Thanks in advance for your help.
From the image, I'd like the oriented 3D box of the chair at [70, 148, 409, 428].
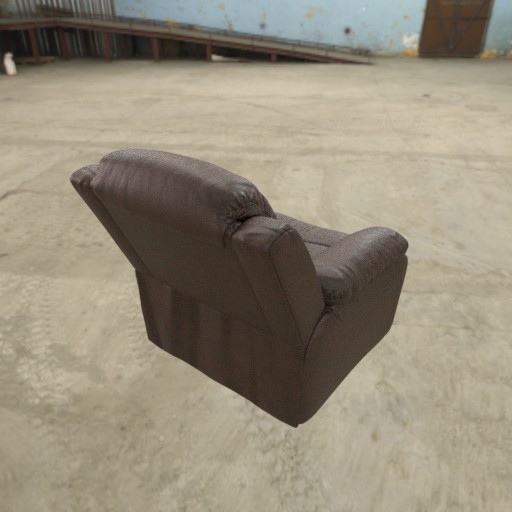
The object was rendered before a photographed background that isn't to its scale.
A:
[{"bbox_3d":[0.000,0.000,1.257,0.680,0.702,0.707,21,35,32],"label":"chair"}]
